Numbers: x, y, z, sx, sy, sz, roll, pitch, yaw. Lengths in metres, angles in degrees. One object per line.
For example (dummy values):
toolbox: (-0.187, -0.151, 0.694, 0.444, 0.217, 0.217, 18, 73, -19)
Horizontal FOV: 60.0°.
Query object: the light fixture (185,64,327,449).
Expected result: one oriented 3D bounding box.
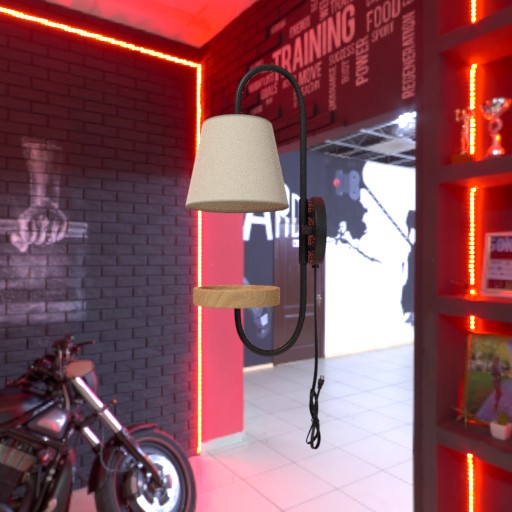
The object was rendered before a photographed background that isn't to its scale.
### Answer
light fixture: (0.000, 0.000, 0.947, 0.299, 0.821, 0.220, 0, 0, -2)
